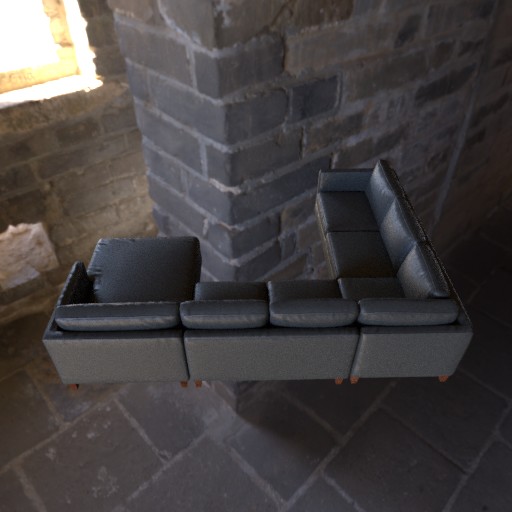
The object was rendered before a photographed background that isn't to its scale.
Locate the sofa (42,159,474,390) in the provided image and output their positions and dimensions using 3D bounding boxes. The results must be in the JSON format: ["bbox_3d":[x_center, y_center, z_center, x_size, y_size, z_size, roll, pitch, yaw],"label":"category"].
[{"bbox_3d":[0.000,0.000,4.612,3.460,0.923,2.593,-1,41,-1],"label":"sofa"}]
